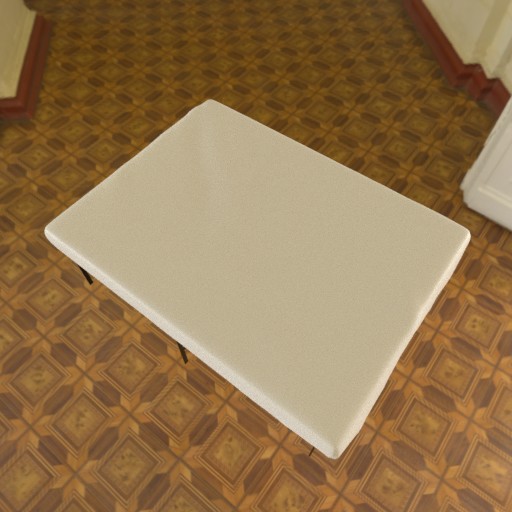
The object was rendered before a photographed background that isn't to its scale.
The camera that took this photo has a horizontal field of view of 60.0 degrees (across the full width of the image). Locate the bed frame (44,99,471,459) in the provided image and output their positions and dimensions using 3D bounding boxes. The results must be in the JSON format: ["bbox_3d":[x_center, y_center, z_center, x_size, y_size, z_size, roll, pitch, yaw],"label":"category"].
[{"bbox_3d":[0.000,0.000,2.896,2.151,0.667,1.584,32,62,19],"label":"bed frame"}]
